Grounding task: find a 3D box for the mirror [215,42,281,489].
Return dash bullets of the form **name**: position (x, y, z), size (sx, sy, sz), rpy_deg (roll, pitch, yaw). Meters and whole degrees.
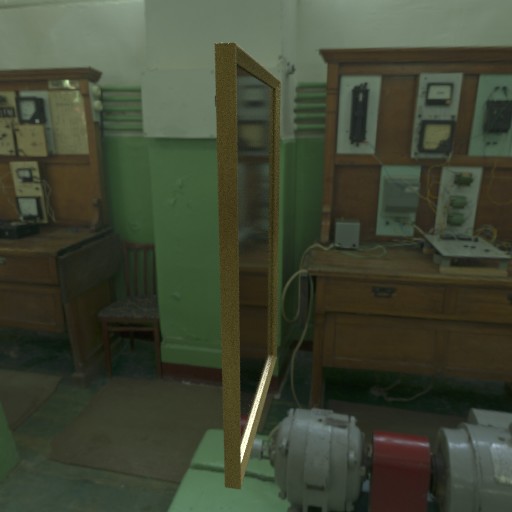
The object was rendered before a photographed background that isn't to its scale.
- **mirror**: position (0.000, 0.000, 1.159), size (0.041, 0.915, 0.609), rpy_deg (3, 16, 10)
